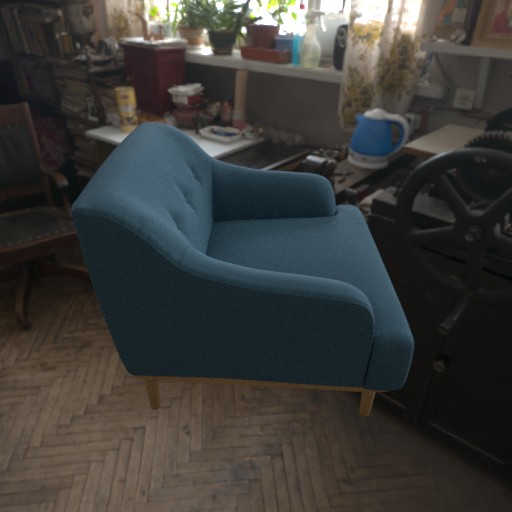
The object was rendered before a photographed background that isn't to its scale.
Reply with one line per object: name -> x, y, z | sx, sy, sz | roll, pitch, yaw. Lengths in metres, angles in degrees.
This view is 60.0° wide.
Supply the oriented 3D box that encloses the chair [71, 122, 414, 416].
chair -> 0.000, 0.000, 1.654 | 0.951, 0.818, 0.946 | 0, 32, 1
